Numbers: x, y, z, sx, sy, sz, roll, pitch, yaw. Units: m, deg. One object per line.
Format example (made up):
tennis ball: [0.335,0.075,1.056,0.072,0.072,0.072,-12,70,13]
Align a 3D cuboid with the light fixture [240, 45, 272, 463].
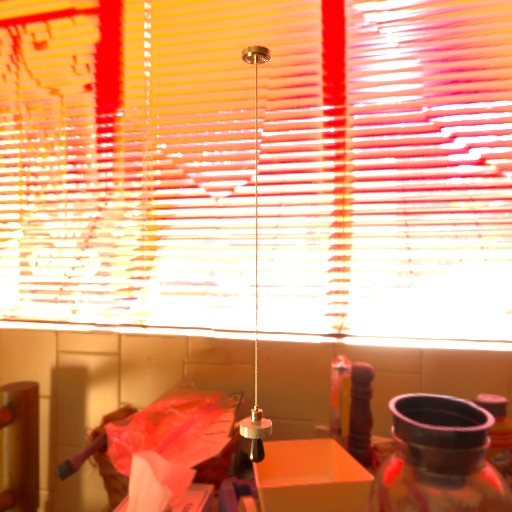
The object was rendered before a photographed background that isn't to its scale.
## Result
light fixture: [0.000,0.000,1.804,0.129,1.669,0.129,0,-1,-17]
